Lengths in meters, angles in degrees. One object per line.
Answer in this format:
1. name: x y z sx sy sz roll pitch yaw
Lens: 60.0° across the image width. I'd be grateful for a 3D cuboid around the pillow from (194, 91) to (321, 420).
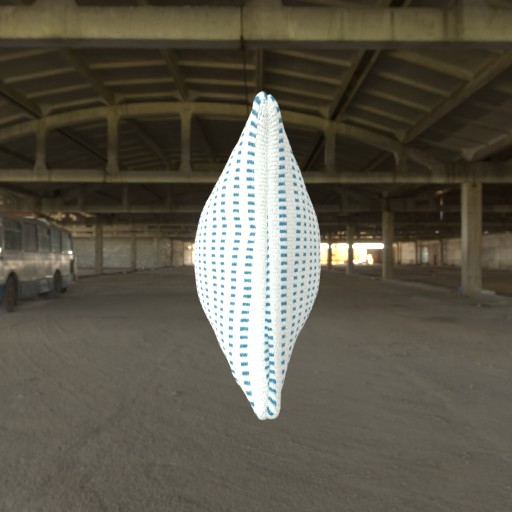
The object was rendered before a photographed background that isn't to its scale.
1. pillow: 0.000 0.000 0.784 0.210 0.353 0.640 0 0 0
